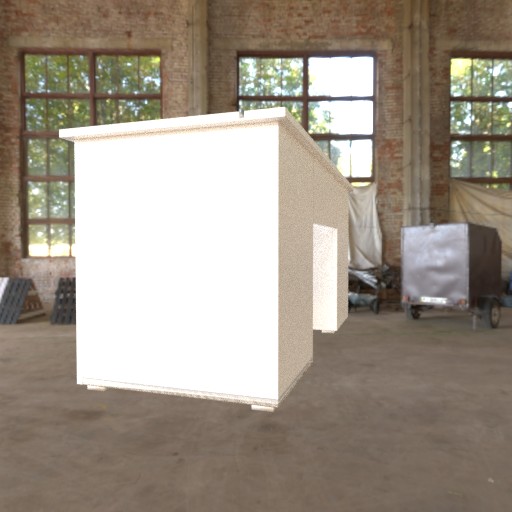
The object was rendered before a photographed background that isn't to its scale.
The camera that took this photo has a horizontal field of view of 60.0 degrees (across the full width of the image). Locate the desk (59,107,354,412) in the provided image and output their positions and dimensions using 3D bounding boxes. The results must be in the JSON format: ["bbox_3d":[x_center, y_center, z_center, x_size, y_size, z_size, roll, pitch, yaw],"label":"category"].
[{"bbox_3d":[0.000,0.000,1.928,0.670,0.760,1.580,0,2,18],"label":"desk"}]
